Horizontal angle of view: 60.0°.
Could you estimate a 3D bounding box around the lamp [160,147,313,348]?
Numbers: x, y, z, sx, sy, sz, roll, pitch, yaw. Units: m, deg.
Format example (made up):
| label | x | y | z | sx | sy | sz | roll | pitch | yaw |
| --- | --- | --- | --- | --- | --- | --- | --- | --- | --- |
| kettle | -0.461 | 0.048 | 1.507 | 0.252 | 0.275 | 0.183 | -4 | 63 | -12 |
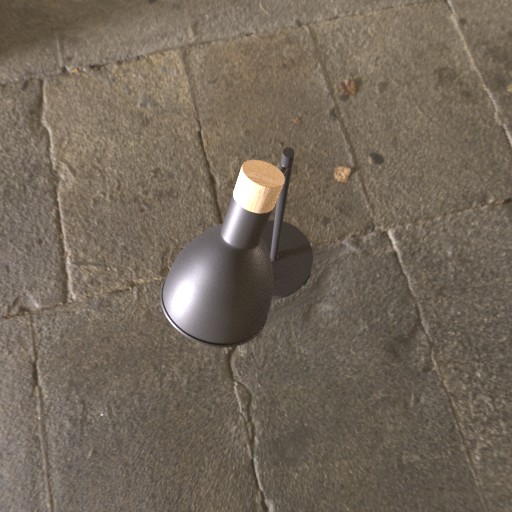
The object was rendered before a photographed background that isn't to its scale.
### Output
| label | x | y | z | sx | sy | sz | roll | pitch | yaw |
| --- | --- | --- | --- | --- | --- | --- | --- | --- | --- |
| lamp | 0.000 | 0.000 | 0.619 | 0.152 | 0.483 | 0.287 | 30 | 77 | 8 |
